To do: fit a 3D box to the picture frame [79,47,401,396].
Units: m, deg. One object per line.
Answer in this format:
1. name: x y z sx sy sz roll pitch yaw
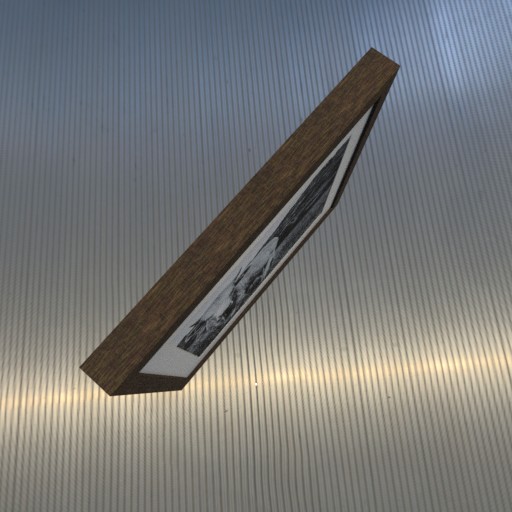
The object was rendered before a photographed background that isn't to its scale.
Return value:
1. picture frame: 0.000 0.000 0.530 0.033 0.330 0.378 39 77 10
